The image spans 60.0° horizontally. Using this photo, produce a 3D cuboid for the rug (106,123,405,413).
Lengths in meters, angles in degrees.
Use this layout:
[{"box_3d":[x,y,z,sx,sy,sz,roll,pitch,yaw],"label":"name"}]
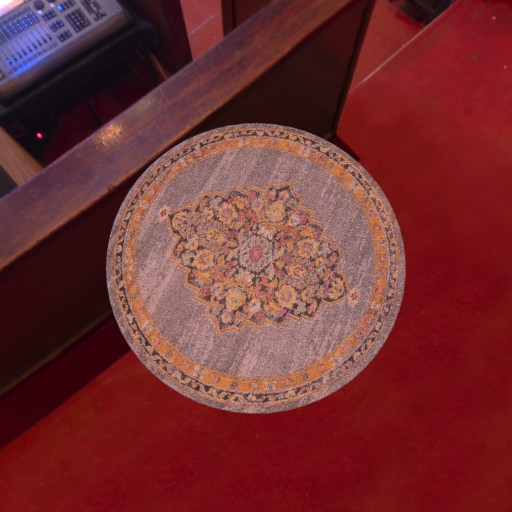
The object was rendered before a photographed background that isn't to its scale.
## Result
[{"box_3d":[0.000,0.000,3.541,2.382,0.014,2.382,0,75,0],"label":"rug"}]
